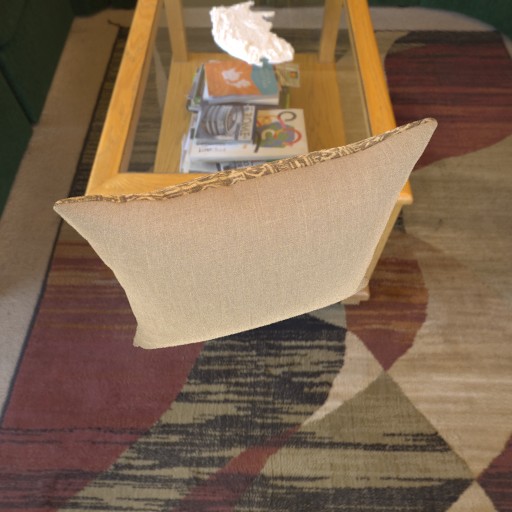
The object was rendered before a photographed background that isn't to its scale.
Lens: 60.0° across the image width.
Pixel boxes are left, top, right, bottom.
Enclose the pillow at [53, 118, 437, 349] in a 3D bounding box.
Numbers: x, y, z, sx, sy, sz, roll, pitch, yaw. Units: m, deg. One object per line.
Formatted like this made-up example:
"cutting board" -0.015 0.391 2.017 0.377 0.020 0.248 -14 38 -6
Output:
"pillow" 0.000 0.000 0.792 0.546 0.487 0.180 -15 59 -9
